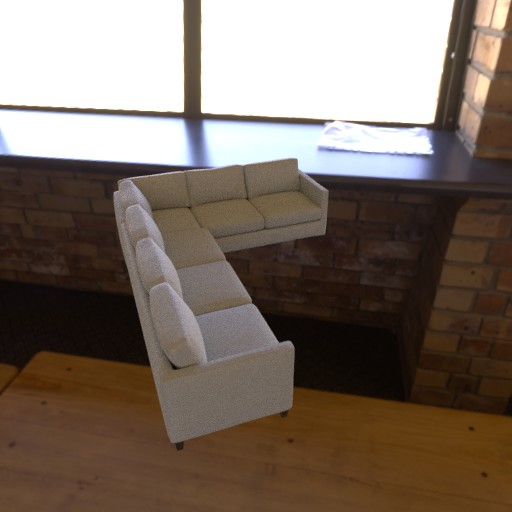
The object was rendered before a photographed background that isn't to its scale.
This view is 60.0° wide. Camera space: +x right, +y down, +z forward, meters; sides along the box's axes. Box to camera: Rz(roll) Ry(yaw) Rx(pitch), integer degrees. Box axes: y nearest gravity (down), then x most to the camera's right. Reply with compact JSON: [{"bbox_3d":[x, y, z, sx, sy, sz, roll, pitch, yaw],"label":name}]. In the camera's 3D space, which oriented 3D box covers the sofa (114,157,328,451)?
[{"bbox_3d":[0.000,0.000,4.549,2.522,0.934,3.333,-11,32,-18],"label":"sofa"}]
